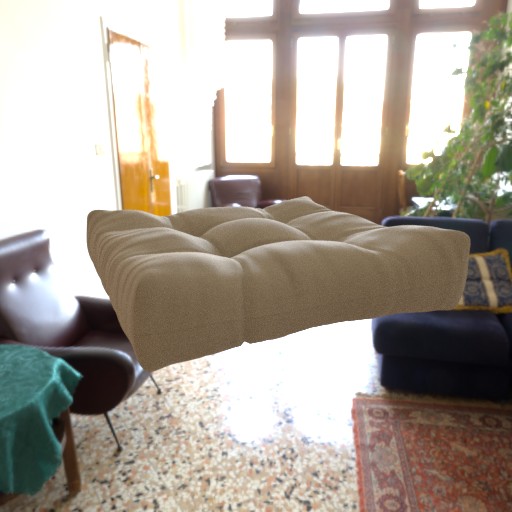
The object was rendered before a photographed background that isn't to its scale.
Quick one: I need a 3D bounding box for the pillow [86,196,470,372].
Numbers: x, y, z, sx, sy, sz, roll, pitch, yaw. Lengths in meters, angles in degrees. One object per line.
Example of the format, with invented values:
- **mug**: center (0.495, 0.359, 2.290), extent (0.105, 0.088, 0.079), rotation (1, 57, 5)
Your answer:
- **pillow**: center (0.000, 0.000, 0.734), extent (0.490, 0.128, 0.468), rotation (-7, 17, -25)
